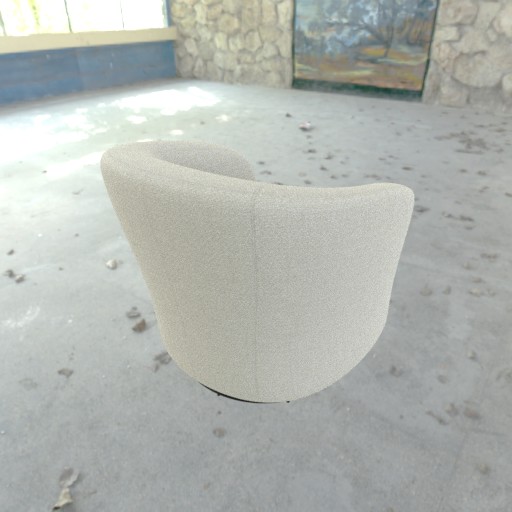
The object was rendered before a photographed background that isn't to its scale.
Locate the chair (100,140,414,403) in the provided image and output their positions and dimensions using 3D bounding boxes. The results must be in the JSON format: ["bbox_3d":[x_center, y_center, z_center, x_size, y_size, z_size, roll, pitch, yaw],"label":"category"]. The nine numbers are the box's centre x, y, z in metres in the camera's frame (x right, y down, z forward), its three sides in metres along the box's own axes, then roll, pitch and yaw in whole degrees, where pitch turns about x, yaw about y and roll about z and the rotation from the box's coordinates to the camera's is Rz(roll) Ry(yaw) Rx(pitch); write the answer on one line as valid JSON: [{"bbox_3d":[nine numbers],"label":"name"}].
[{"bbox_3d":[0.000,0.000,1.418,0.791,0.771,0.815,20,36,31],"label":"chair"}]
